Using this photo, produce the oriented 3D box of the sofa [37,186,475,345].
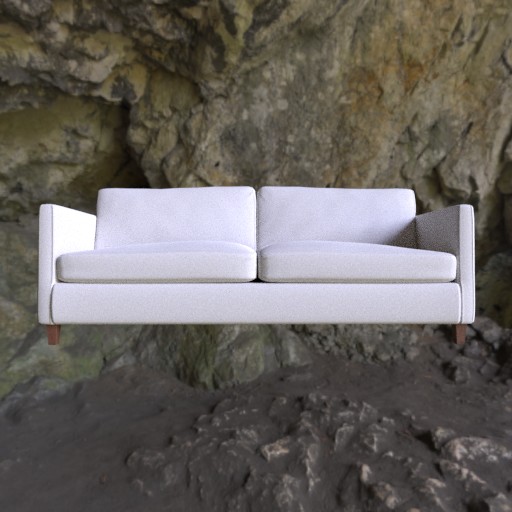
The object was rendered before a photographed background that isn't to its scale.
[{"bbox_3d":[0.000,0.000,2.813,2.361,0.962,0.951,0,0,0],"label":"sofa"}]
